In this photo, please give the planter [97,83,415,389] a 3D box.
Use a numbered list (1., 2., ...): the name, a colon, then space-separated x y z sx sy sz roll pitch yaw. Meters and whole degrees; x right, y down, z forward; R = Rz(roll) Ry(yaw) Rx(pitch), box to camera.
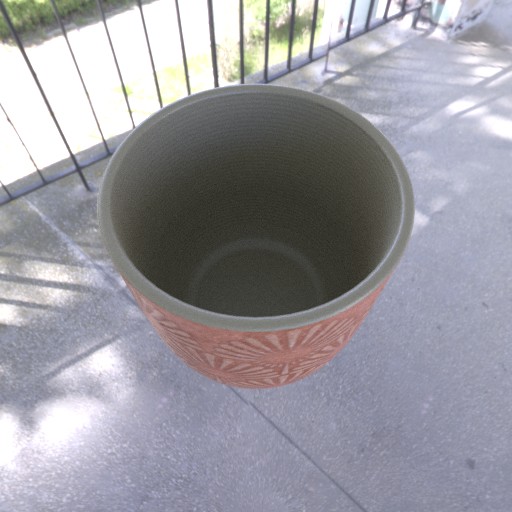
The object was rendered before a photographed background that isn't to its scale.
1. planter: 0.000 0.000 0.221 0.124 0.109 0.124 0 58 0
